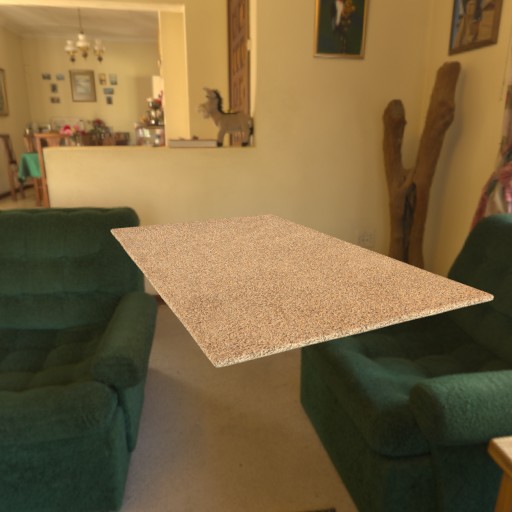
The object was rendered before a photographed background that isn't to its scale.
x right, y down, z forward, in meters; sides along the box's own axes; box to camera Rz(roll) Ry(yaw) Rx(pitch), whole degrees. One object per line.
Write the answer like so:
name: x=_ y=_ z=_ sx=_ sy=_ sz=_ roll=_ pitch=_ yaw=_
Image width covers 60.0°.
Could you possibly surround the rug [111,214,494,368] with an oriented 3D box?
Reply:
rug: x=0.000 y=0.000 z=2.988 sx=1.524 sy=0.030 sz=2.438 roll=-8 pitch=18 yaw=-25
